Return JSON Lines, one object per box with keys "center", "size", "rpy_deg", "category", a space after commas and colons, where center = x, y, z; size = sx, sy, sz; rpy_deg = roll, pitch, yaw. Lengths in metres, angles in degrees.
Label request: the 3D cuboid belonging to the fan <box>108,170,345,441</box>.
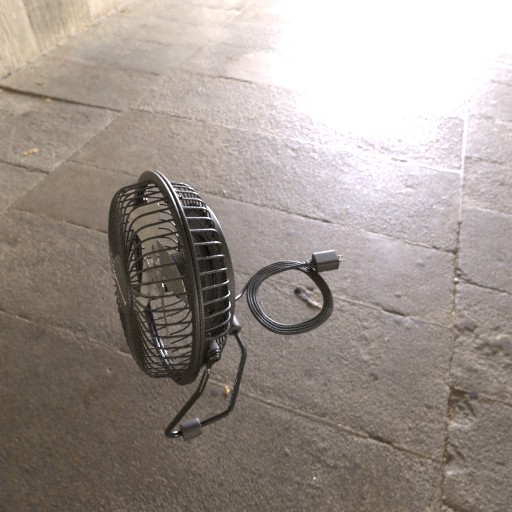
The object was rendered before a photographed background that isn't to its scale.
{"center": [0.000, 0.000, 0.313], "size": [0.202, 0.152, 0.153], "rpy_deg": [-19, 49, -17], "category": "fan"}
